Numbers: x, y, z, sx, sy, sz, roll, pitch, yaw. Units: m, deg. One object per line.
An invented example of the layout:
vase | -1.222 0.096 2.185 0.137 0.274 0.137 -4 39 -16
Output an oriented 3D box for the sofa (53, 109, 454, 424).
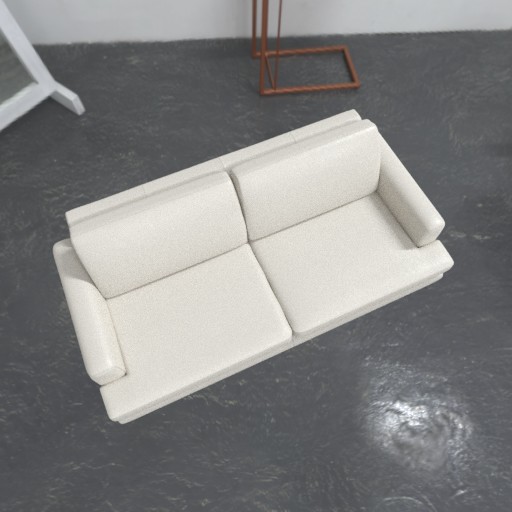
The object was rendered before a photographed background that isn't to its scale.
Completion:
sofa | 0.000 0.000 2.391 1.940 0.765 0.974 -22 66 -10
